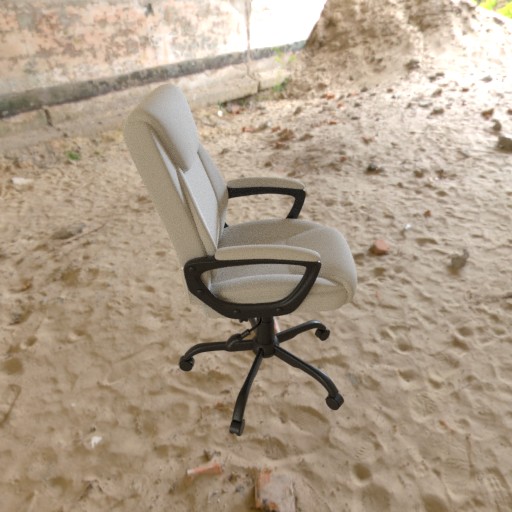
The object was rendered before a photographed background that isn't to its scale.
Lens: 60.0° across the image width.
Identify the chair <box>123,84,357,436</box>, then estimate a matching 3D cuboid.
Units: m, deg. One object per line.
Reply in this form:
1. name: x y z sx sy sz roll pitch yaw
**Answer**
1. chair: 0.000 0.000 1.512 0.669 1.065 0.663 0 31 0
